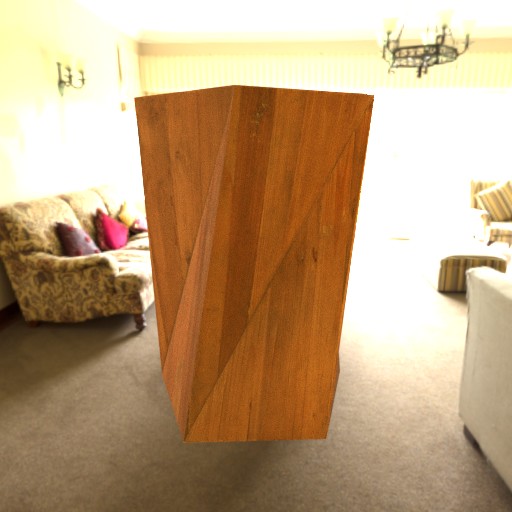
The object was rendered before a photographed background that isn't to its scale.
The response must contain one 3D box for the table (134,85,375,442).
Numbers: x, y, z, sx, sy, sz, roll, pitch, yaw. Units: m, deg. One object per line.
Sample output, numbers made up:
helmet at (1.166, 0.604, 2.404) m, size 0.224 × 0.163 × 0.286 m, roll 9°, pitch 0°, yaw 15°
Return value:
table at (0.000, 0.000, 0.902) m, size 0.441 × 0.604 × 0.425 m, roll -14°, pitch 20°, yaw -43°
